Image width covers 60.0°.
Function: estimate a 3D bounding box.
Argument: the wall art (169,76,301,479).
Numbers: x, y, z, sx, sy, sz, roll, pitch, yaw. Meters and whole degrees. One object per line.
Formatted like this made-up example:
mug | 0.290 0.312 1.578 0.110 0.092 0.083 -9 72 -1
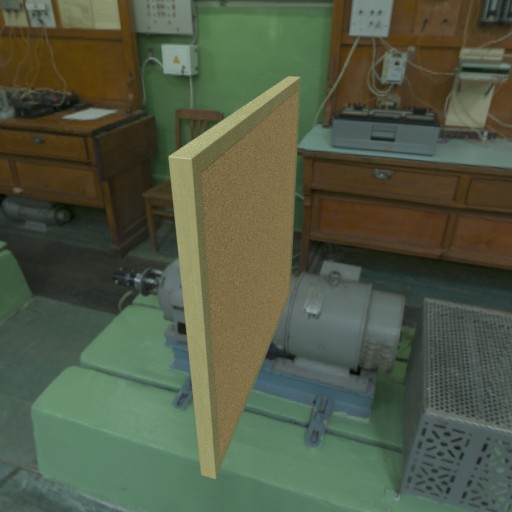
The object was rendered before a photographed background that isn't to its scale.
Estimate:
wall art | 0.000 0.000 1.149 0.037 0.763 0.763 9 32 14
